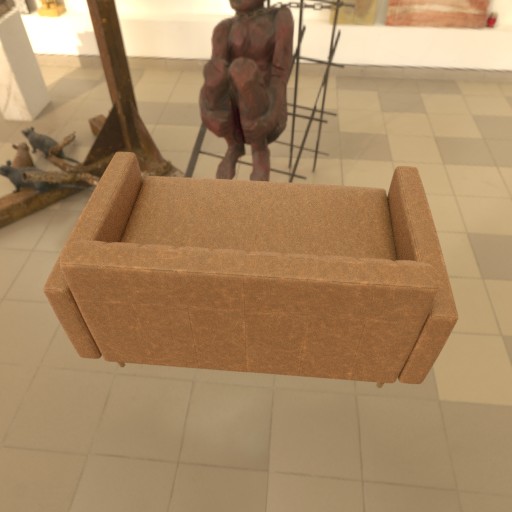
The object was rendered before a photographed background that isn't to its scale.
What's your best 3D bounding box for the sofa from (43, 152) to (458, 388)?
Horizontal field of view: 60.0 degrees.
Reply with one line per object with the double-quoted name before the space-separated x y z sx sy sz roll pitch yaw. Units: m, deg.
"sofa" 0.000 0.000 2.097 1.549 0.820 0.960 4 47 3
